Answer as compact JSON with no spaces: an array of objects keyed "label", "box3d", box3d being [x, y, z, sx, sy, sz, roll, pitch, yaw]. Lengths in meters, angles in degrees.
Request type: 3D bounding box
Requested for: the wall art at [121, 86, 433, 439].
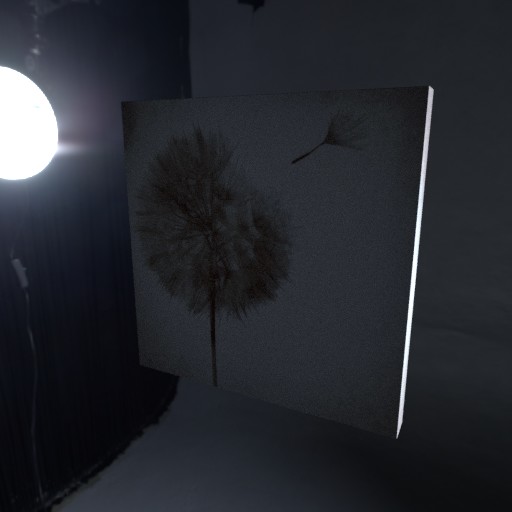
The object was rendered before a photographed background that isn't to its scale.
[{"label":"wall art","box3d":[0.000,0.000,0.446,0.303,0.303,0.028,7,16,26]}]
